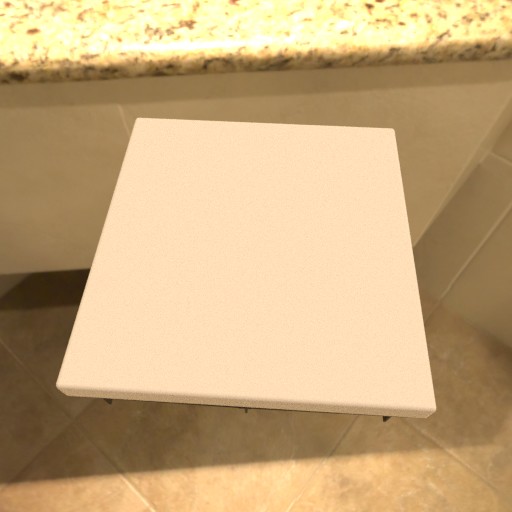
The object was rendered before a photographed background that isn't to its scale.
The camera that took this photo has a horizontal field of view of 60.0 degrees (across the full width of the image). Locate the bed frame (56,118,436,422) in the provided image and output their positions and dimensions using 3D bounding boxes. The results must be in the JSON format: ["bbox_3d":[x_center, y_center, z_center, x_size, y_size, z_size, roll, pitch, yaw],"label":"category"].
[{"bbox_3d":[0.000,0.000,2.977,1.935,0.525,2.033,3,58,2],"label":"bed frame"}]
